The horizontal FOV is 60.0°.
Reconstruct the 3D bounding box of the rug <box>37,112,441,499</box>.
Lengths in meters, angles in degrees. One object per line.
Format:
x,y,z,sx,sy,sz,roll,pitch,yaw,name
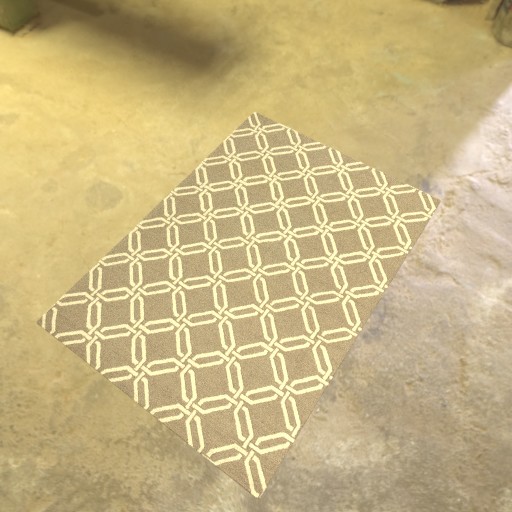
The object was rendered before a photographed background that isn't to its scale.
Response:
0.000,0.000,4.347,2.441,0.020,3.419,31,63,18,rug
